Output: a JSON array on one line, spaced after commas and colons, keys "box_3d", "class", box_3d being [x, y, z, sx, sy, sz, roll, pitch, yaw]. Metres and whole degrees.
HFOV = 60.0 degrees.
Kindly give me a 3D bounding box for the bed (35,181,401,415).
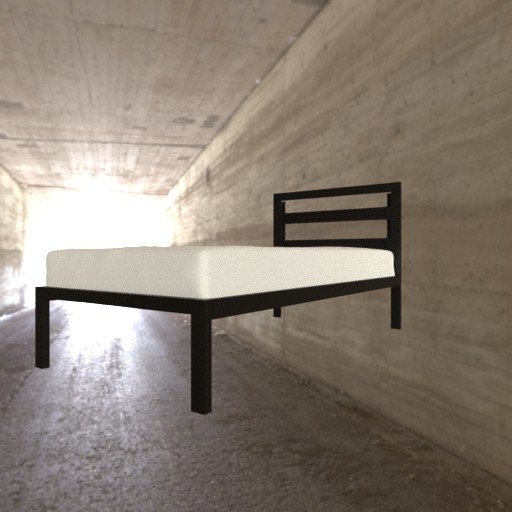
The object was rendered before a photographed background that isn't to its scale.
[{"box_3d": [0.000, 0.000, 2.432, 0.991, 0.967, 1.930, 0, 0, 36], "class": "bed"}]
